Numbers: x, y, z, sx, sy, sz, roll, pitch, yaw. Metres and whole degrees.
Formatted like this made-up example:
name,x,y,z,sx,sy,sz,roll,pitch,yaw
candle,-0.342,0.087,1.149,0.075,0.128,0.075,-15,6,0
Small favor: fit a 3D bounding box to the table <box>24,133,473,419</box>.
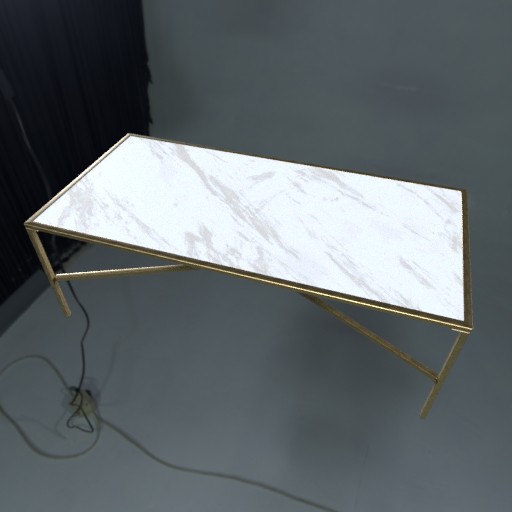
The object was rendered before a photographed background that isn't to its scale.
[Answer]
name,x,y,z,sx,sy,sz,roll,pitch,yaw
table,0.000,0.000,1.452,1.197,0.405,0.577,13,44,13
